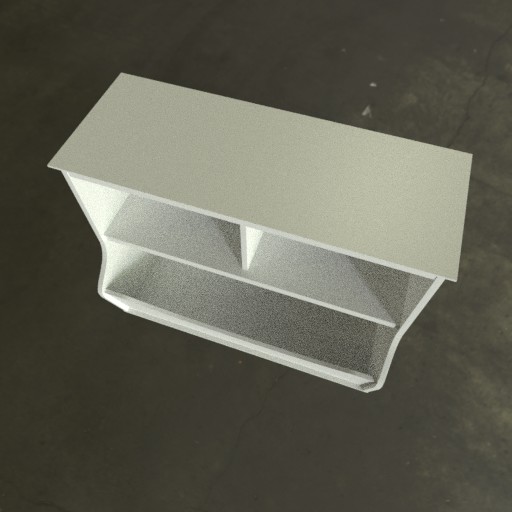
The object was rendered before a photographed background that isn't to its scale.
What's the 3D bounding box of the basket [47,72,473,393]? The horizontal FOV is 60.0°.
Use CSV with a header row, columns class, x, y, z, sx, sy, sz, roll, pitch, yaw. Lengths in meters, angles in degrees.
class,x,y,z,sx,sy,sz,roll,pitch,yaw
basket,0.000,0.000,1.133,0.792,0.625,0.376,16,60,10
